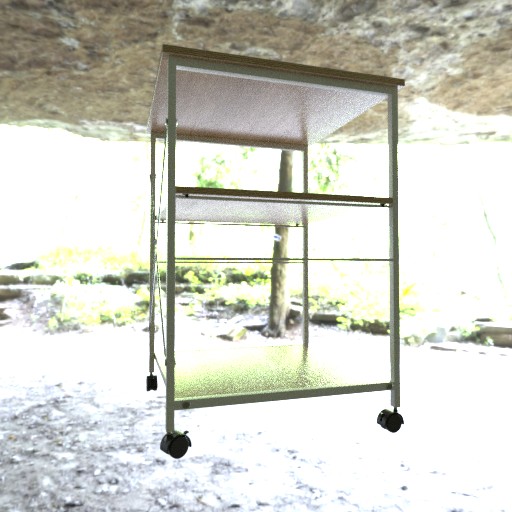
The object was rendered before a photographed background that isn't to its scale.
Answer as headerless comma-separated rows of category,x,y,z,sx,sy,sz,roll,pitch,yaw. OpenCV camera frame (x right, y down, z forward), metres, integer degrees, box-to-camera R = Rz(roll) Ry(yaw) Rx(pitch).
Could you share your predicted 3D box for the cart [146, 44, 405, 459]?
cart,0.000,0.000,1.128,0.520,0.762,0.521,0,-2,-17
